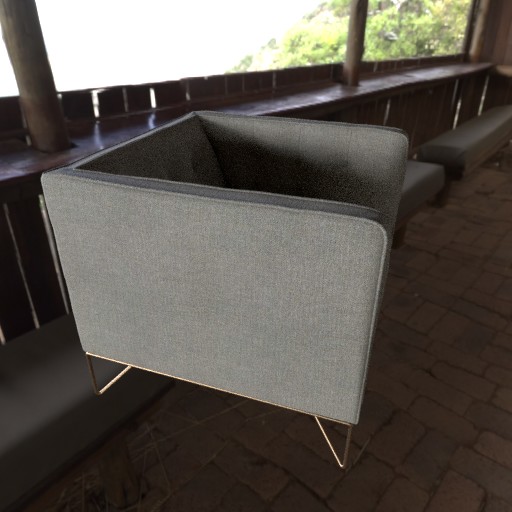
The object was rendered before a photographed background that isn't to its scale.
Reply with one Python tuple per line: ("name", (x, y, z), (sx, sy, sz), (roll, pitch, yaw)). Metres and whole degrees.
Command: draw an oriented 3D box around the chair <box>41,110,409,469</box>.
("chair", (0.000, 0.000, 1.583), (0.912, 0.799, 0.920), (10, 30, 17))
